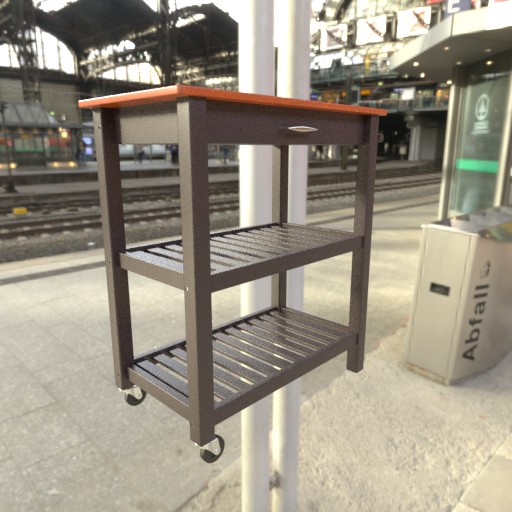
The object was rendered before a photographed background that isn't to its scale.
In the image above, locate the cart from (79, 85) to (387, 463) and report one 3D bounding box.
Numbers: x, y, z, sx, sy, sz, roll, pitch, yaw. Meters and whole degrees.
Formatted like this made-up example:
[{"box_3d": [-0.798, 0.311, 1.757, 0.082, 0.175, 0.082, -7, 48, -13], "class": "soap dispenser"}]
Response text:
[{"box_3d": [0.000, 0.000, 1.447, 0.457, 0.927, 0.899, 13, 19, 43], "class": "cart"}]
